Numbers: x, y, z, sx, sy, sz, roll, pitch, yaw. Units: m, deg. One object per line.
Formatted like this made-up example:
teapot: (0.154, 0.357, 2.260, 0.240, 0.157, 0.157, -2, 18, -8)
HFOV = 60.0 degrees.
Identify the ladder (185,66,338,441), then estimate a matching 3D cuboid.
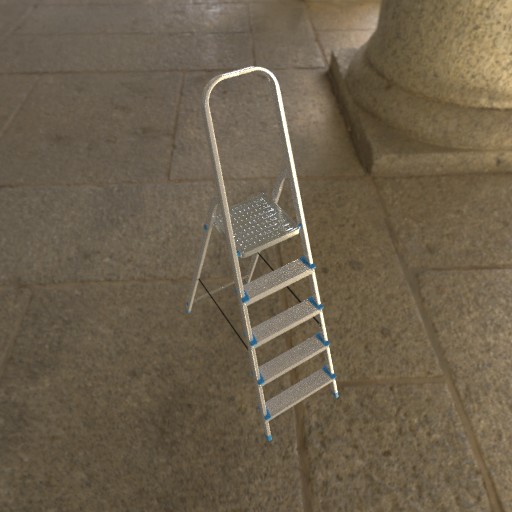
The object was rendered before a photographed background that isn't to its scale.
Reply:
ladder: (0.000, 0.000, 2.054, 0.468, 1.648, 0.990, -25, 52, -21)
